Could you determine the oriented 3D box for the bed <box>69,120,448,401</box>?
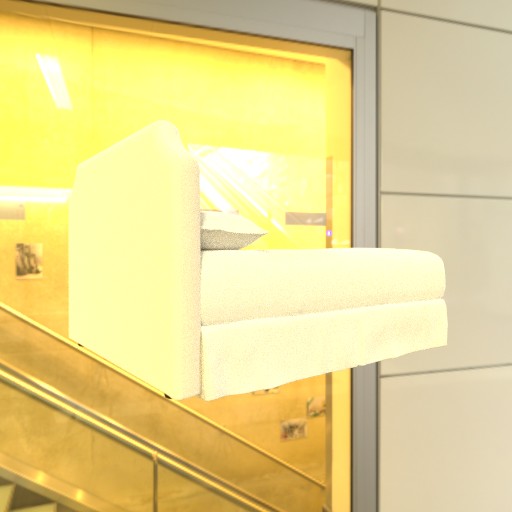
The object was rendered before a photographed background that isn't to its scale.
[{"bbox_3d":[0.000,0.000,3.792,2.548,1.524,2.134,0,1,-37],"label":"bed"}]
